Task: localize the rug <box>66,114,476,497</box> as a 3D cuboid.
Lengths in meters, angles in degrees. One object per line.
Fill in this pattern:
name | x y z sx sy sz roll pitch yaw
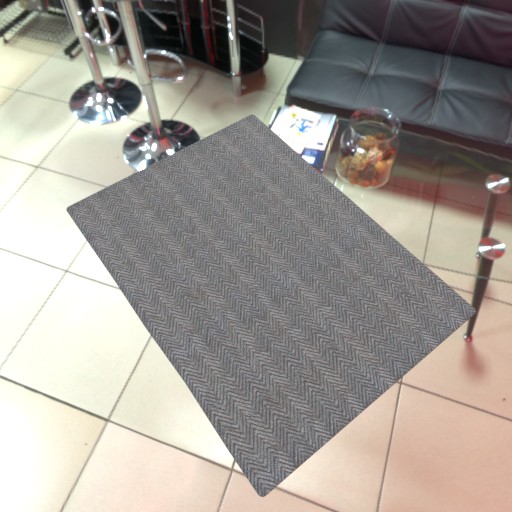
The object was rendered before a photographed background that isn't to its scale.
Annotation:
rug | 0.000 0.000 5.076 2.894 0.011 3.957 -33 63 -19
